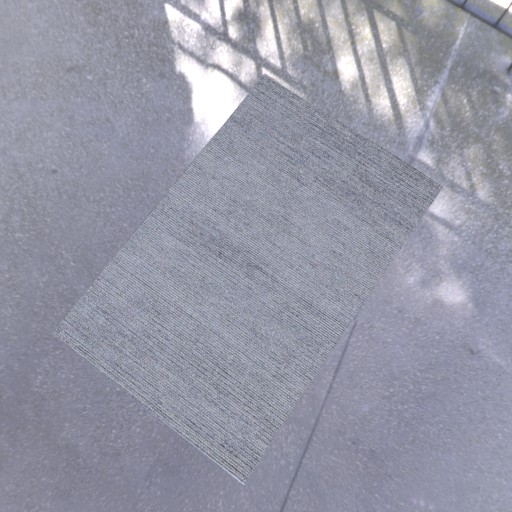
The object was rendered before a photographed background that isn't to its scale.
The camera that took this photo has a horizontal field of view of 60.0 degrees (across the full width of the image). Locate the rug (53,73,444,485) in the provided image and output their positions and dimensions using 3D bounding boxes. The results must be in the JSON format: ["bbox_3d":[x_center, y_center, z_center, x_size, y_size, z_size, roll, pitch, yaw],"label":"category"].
[{"bbox_3d":[0.000,0.000,2.240,1.159,0.021,1.789,35,79,8],"label":"rug"}]
